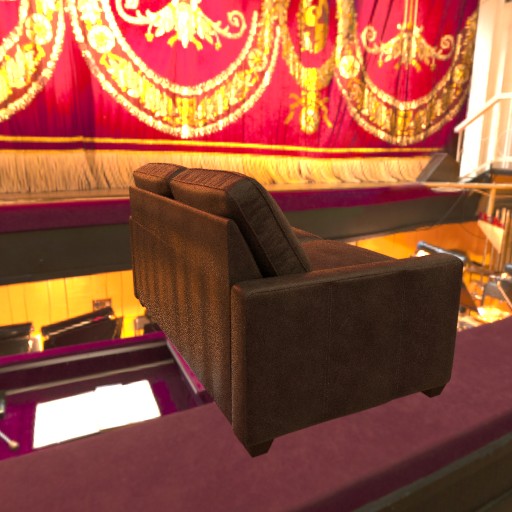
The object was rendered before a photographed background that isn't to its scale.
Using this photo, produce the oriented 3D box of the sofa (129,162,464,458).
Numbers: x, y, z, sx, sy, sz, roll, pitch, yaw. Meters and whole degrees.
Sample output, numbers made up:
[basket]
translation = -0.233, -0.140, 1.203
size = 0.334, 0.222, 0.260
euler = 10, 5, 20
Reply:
[sofa]
translation = 0.000, 0.000, 2.252
size = 0.939, 0.916, 1.732
euler = -7, 15, -26
